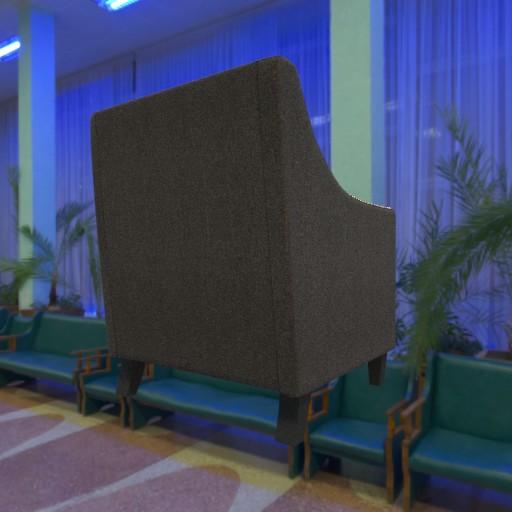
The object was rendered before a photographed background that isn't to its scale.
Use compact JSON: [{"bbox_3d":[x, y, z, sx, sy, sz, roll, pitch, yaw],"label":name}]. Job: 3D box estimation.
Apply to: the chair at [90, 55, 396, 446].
[{"bbox_3d":[0.000,0.000,1.606,0.776,0.967,0.884,0,0,36],"label":"chair"}]
